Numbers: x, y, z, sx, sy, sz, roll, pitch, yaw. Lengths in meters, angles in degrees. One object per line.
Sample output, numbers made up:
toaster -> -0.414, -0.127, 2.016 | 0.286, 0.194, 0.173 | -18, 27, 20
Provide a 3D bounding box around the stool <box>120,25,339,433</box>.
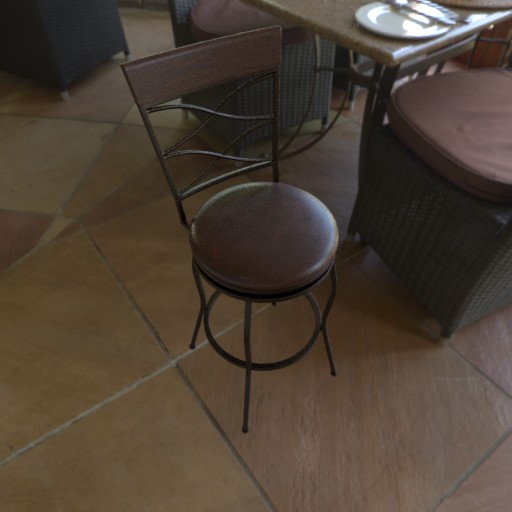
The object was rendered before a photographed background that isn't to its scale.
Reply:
stool -> 0.000, 0.000, 1.379 | 0.448, 1.130, 0.513 | -25, 51, -22
